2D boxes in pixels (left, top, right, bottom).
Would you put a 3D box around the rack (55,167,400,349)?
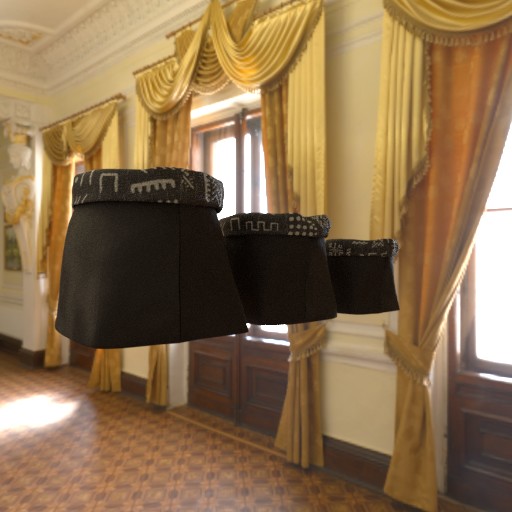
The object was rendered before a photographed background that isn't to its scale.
[{"bbox_3d":[0.000,0.000,1.107,0.905,0.323,0.379,0,0,-35],"label":"rack"}]
